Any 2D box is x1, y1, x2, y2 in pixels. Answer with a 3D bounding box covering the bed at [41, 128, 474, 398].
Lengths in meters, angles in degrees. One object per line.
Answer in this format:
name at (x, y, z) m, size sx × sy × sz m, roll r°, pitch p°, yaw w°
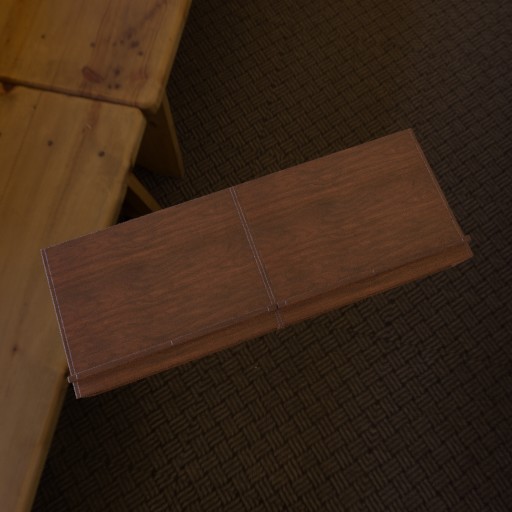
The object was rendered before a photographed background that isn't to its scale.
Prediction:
bed at (0.000, 0.000, 2.352) m, size 2.057 × 0.326 × 0.787 m, roll -19°, pitch 77°, yaw -5°
